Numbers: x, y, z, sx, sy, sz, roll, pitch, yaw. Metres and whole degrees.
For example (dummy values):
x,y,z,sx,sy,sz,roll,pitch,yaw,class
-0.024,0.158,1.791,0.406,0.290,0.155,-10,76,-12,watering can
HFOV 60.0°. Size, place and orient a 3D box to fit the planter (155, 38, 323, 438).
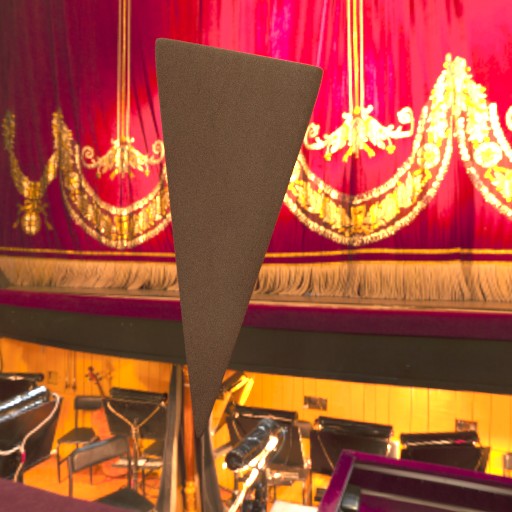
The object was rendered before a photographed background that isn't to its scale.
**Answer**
x,y,z,sx,sy,sz,roll,pitch,yaw,class
0.000,0.000,0.263,0.081,0.224,0.101,0,-1,19,planter
